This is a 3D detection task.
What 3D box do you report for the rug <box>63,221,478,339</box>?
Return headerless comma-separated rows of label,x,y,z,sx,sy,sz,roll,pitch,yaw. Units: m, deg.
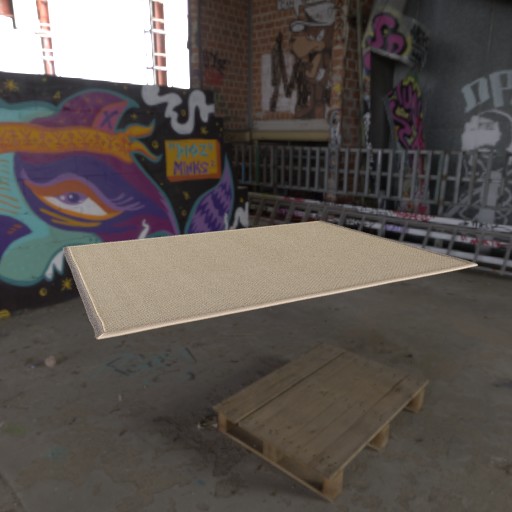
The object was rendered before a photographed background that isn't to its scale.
rug,0.000,0.000,2.708,2.081,0.020,1.525,-8,17,-26
